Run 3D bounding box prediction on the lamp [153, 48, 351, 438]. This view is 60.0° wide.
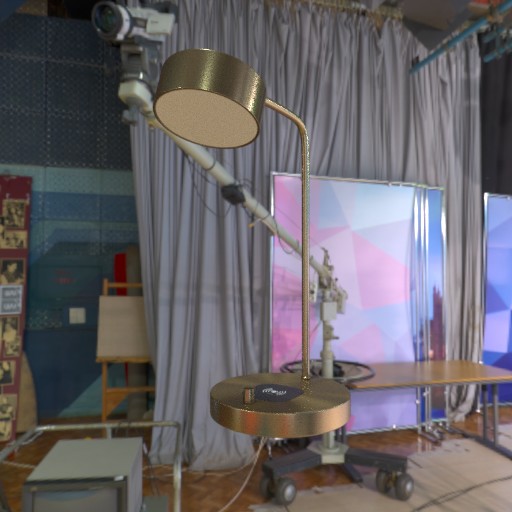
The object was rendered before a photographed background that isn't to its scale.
[{"bbox_3d":[0.000,0.000,0.508,0.171,0.380,0.270,-1,-1,36],"label":"lamp"}]
